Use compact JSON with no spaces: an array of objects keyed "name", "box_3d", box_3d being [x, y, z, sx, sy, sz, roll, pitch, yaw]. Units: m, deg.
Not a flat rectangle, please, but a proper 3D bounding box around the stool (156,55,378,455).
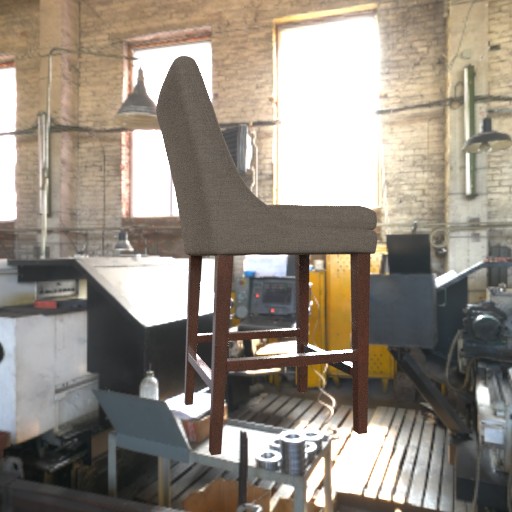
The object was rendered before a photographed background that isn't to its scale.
[{"name":"stool","box_3d":[0.000,0.000,1.342,0.577,0.981,0.470,0,0,-18]}]
